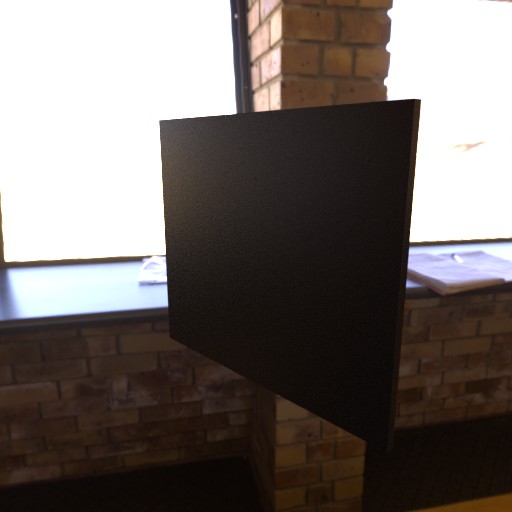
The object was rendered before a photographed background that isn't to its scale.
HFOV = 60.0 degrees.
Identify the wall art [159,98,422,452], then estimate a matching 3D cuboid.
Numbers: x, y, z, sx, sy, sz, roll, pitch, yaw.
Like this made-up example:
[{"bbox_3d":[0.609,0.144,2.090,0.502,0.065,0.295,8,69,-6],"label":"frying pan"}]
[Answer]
[{"bbox_3d":[0.000,0.000,0.535,0.012,0.332,0.383,-13,19,-43],"label":"wall art"}]
